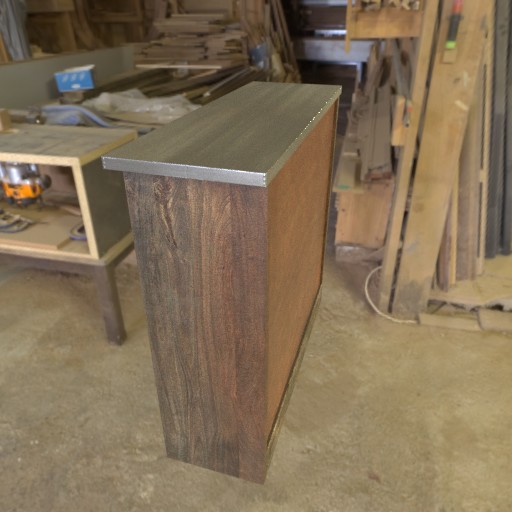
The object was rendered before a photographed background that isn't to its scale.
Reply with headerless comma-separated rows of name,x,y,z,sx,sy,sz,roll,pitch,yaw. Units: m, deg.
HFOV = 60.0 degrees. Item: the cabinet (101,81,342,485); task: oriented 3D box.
cabinet,0.000,0.000,1.441,0.338,0.919,0.968,9,31,15
